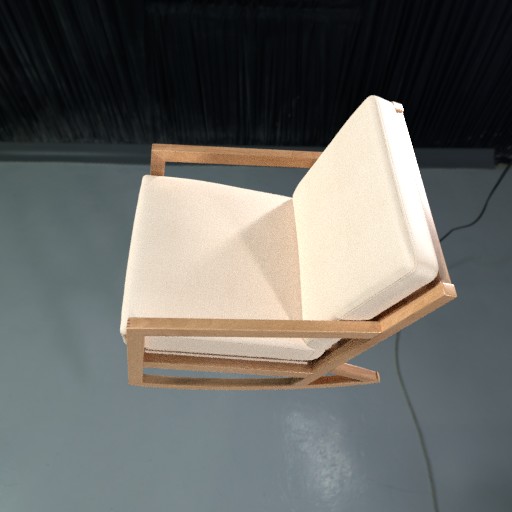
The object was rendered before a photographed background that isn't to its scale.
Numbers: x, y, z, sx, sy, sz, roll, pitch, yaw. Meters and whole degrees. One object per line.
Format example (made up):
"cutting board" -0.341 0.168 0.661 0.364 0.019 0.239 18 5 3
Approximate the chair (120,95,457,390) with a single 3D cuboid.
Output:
"chair" 0.000 0.000 1.387 0.857 0.790 0.622 -1 58 -1
